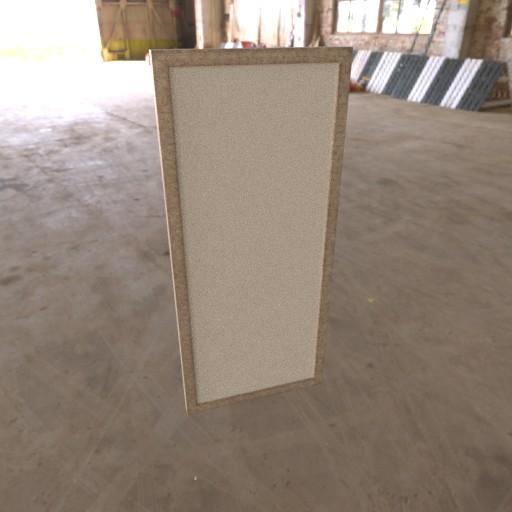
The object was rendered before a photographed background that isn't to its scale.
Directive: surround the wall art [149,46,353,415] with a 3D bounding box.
[{"bbox_3d":[0.000,0.000,1.718,0.648,1.461,0.051,-8,29,-15],"label":"wall art"}]
